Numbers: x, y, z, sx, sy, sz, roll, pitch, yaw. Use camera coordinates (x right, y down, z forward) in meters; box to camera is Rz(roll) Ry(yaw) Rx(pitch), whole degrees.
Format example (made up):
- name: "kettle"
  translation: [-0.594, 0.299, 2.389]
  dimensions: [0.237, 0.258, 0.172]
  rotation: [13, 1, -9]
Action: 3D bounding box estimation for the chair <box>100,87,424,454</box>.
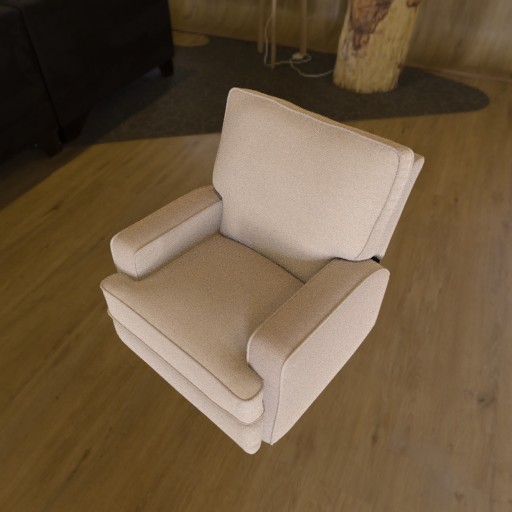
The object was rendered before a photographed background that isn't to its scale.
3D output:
- name: "chair"
  translation: [0.000, 0.000, 1.706]
  dimensions: [0.861, 0.964, 0.969]
  rotation: [31, 51, 28]
